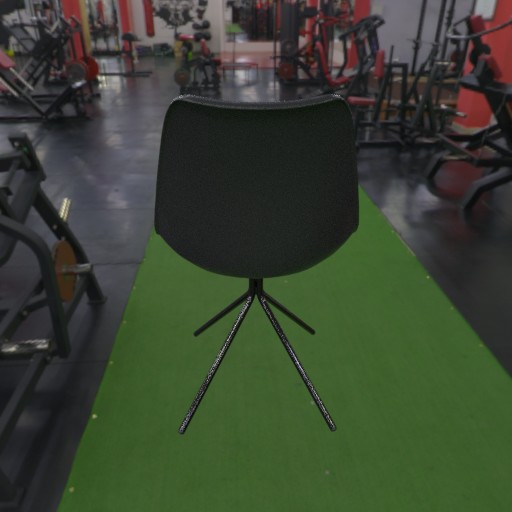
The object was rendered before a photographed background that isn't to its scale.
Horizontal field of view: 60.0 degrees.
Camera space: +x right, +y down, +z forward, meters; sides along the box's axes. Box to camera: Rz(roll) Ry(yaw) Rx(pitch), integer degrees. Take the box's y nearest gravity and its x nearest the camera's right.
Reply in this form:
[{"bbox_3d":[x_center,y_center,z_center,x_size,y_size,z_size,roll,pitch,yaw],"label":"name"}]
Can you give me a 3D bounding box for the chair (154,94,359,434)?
[{"bbox_3d":[0.000,0.000,1.120,0.461,0.850,0.525,-1,29,-1],"label":"chair"}]
